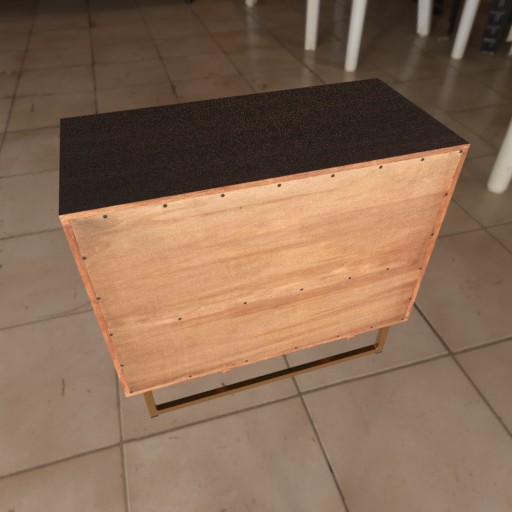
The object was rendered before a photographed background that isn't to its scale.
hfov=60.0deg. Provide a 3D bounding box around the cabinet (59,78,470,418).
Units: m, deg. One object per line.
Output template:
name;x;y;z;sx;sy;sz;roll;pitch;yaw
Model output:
cabinet;0.000;0.000;1.416;0.950;0.860;0.451;-12;44;-13
